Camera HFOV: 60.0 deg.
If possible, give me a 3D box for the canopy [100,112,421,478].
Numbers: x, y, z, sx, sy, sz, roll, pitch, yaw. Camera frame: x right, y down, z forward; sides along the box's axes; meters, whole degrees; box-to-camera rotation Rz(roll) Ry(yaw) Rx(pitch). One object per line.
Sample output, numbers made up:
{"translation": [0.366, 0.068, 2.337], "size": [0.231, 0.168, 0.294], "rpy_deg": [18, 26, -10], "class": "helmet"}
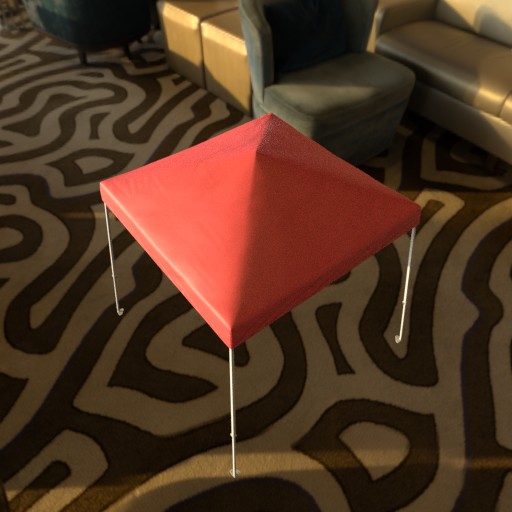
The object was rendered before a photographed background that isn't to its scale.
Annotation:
{"translation": [0.000, 0.000, 6.552], "size": [3.600, 3.600, 3.599], "rpy_deg": [-30, 54, -25], "class": "canopy"}
